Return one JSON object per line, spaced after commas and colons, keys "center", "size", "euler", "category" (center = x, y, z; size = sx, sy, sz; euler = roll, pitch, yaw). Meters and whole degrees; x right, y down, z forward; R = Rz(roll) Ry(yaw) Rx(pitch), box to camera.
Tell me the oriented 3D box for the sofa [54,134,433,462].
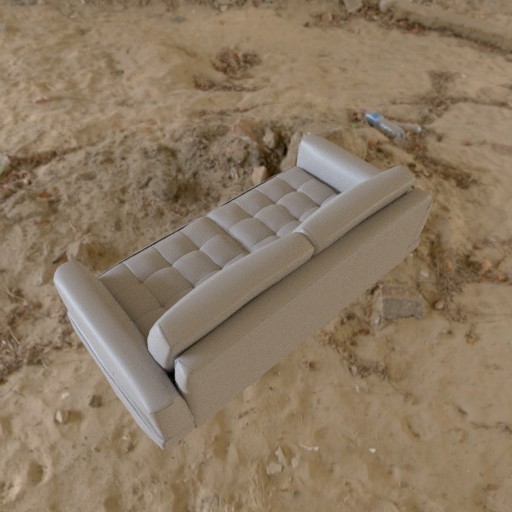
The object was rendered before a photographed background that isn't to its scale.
{"center": [0.000, 0.000, 2.744], "size": [2.177, 0.930, 1.121], "euler": [-33, 56, -26], "category": "sofa"}
